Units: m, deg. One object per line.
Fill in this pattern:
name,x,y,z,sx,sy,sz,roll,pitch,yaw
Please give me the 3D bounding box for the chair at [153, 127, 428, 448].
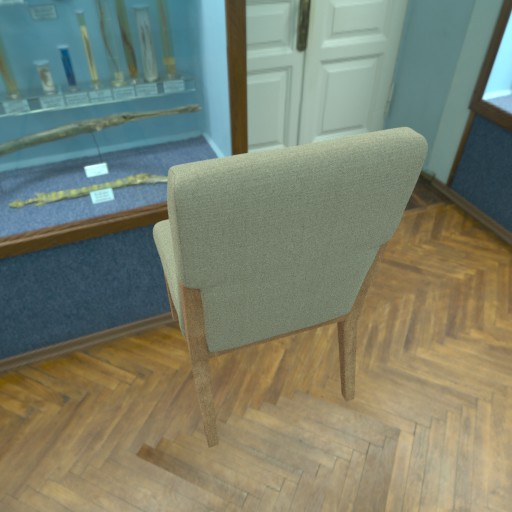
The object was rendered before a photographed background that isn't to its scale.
chair,0.000,0.000,1.240,0.507,0.911,0.586,-13,43,-15
